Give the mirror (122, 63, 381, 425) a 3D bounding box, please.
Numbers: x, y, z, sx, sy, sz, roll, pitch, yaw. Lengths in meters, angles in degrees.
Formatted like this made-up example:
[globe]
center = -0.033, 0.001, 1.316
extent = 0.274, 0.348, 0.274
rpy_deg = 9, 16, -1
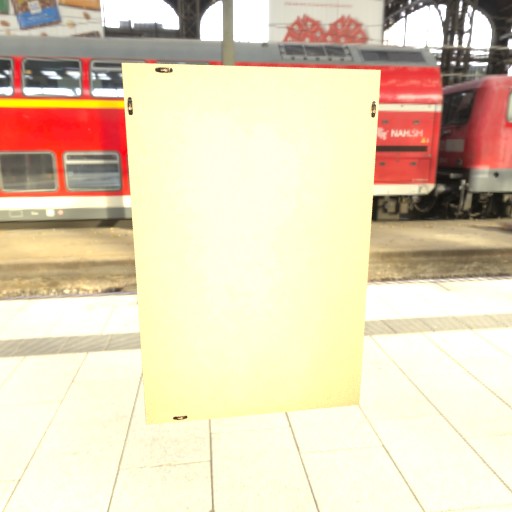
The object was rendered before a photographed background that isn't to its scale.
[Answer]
[mirror]
center = 0.000, 0.000, 1.155
extent = 0.609, 0.915, 0.040
rpy_deg = -2, 14, -9
